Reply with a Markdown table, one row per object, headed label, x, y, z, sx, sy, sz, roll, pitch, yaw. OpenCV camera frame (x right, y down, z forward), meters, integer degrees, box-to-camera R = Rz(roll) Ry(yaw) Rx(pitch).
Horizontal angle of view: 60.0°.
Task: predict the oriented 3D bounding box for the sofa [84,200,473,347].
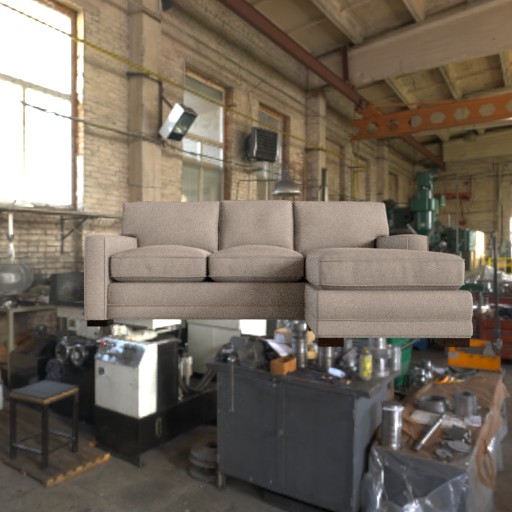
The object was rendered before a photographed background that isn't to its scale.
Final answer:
| label | x | y | z | sx | sy | sz | roll | pitch | yaw |
| --- | --- | --- | --- | --- | --- | --- | --- | --- | --- |
| sofa | 0.000 | 0.000 | 2.847 | 2.087 | 0.861 | 1.496 | 0 | 0 | 0 |
